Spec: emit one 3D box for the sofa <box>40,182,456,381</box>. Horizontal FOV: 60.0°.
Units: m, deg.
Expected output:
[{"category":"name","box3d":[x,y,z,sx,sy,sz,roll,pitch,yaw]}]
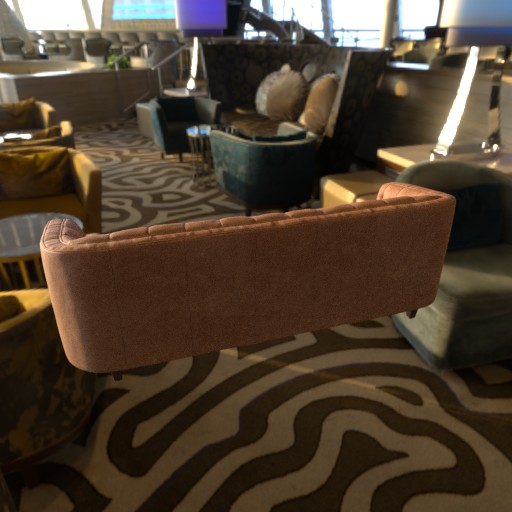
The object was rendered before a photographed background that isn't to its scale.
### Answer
[{"category":"sofa","box3d":[0.000,0.000,2.616,2.257,0.791,0.922,-8,28,-16]}]
